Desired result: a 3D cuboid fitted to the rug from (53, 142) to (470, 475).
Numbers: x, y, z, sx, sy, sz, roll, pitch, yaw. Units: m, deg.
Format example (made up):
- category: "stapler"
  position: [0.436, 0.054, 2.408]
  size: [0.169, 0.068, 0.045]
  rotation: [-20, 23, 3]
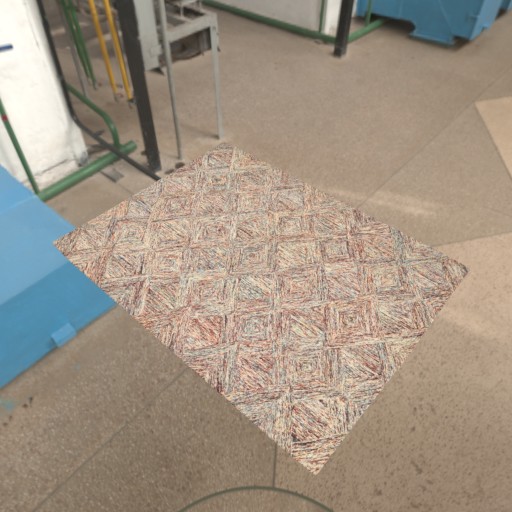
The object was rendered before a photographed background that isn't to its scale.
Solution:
- category: "rug"
  position: [0.000, 0.000, 4.226]
  size: [3.226, 0.024, 2.436]
  rotation: [33, 55, 27]
